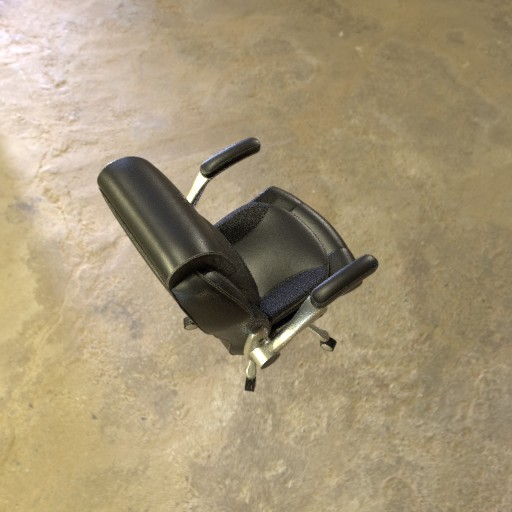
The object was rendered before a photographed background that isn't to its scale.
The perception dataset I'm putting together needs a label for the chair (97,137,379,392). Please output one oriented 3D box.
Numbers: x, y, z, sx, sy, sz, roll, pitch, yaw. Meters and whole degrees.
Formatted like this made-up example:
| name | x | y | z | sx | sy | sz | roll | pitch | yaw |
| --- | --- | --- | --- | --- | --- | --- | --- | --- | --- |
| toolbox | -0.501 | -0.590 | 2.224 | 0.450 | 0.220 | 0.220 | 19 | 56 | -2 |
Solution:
| name | x | y | z | sx | sy | sz | roll | pitch | yaw |
| --- | --- | --- | --- | --- | --- | --- | --- | --- | --- |
| chair | 0.000 | 0.000 | 1.663 | 0.801 | 1.141 | 0.724 | -32 | 64 | -17 |
